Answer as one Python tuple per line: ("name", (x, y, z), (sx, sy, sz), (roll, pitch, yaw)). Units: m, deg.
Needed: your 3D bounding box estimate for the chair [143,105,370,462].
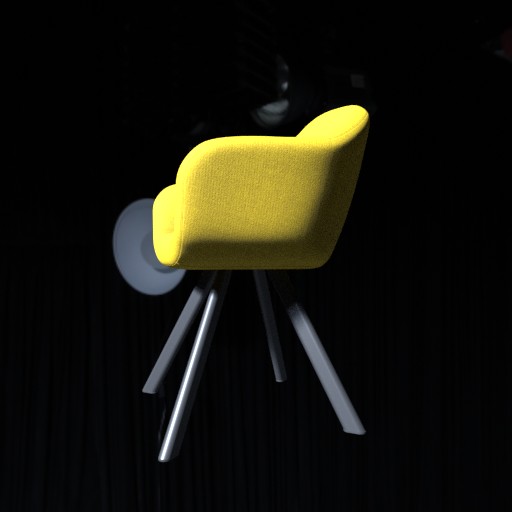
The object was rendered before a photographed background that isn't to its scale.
("chair", (0.000, 0.000, 1.170), (0.550, 0.795, 0.590), (0, 0, -18))
